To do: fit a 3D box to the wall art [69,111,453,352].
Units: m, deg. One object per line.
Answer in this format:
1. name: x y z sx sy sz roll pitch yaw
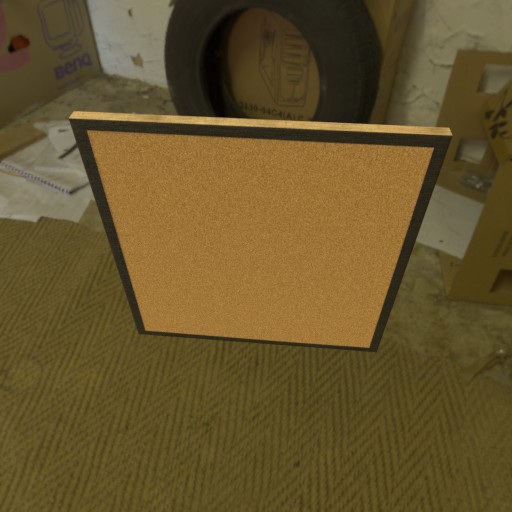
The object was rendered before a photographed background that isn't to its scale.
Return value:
1. wall art: 0.000 0.000 1.054 0.695 0.691 0.029 4 45 4
